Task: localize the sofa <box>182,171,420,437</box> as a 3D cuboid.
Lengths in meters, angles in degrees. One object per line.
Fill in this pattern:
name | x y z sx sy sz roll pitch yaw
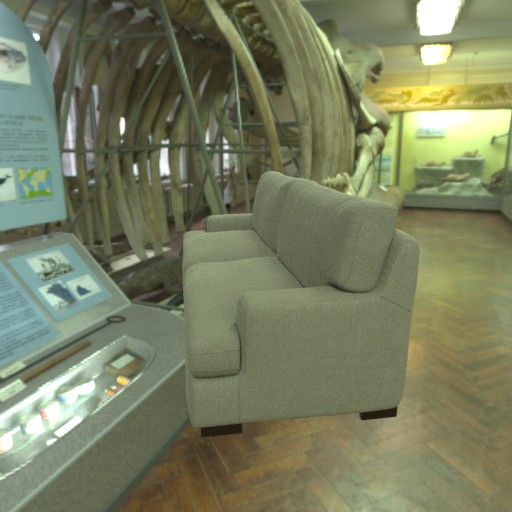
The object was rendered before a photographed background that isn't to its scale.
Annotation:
sofa | 0.000 0.000 2.894 0.962 0.980 2.354 -2 14 -9
